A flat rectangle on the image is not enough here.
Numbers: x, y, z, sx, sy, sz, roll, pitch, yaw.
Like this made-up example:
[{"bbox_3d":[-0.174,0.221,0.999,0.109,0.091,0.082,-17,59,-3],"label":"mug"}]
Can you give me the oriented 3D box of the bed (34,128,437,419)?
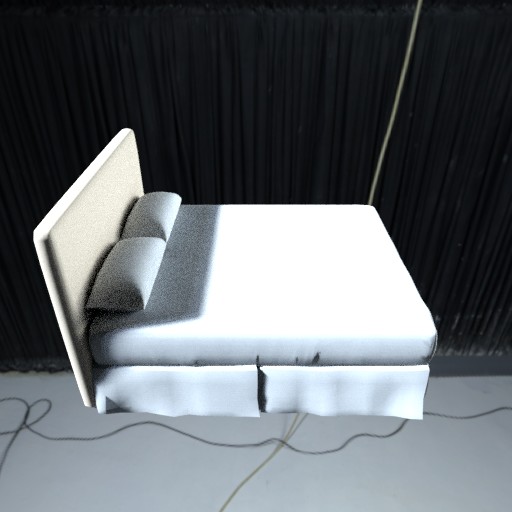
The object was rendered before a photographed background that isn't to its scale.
[{"bbox_3d":[0.000,0.000,3.118,2.142,1.330,1.748,0,32,0],"label":"bed"}]
